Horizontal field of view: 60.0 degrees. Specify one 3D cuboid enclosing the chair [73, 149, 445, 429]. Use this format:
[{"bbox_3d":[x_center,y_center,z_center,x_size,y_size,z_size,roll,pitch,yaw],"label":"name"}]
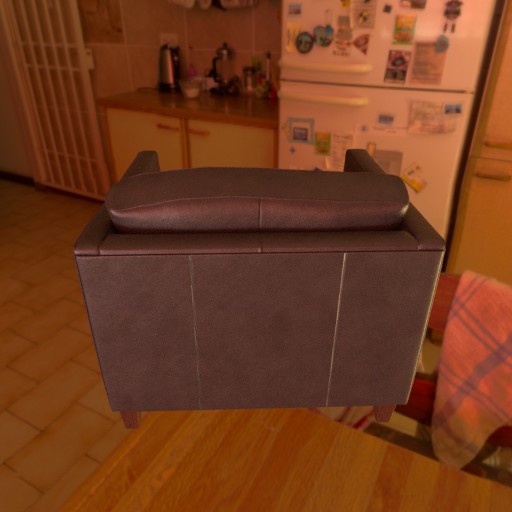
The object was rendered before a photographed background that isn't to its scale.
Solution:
[{"bbox_3d":[0.000,0.000,1.575,0.939,0.811,0.862,-1,29,-2],"label":"chair"}]
